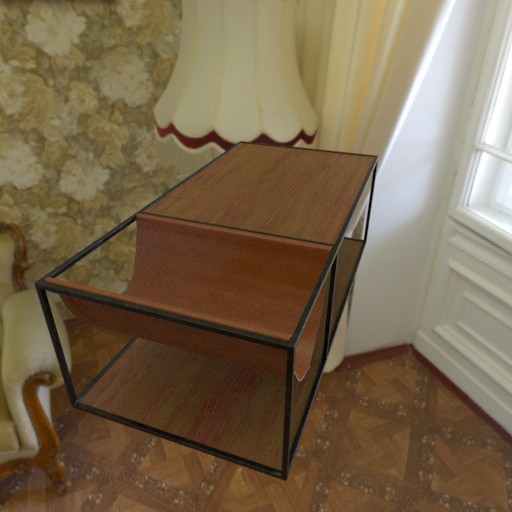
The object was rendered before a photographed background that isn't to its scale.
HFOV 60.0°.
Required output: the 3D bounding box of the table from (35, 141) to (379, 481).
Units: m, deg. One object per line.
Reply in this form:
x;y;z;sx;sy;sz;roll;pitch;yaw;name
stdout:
0.000;0.000;1.473;0.597;0.403;1.199;11;32;18;table
